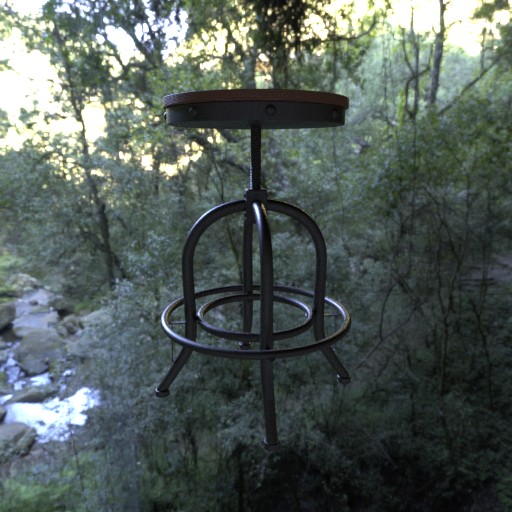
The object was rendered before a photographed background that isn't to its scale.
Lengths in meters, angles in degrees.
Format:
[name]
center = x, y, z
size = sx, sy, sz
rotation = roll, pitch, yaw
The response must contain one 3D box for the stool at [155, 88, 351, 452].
[stool]
center = 0.000, 0.000, 0.916
size = 0.439, 0.609, 0.439
rotation = -2, 14, -8
